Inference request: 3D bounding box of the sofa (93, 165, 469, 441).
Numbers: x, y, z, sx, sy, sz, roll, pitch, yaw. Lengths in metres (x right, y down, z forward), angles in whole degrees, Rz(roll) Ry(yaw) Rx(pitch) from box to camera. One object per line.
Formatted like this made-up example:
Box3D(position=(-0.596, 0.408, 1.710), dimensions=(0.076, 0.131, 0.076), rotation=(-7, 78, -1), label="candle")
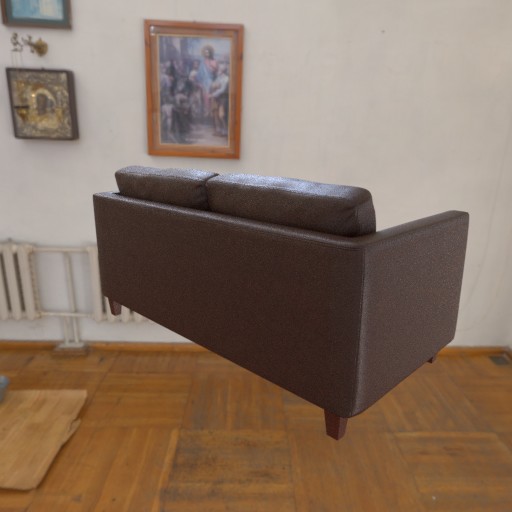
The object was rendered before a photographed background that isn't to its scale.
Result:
Box3D(position=(0.000, 0.000, 2.409), dimensions=(1.883, 0.933, 0.951), rotation=(15, 21, 43), label="sofa")
